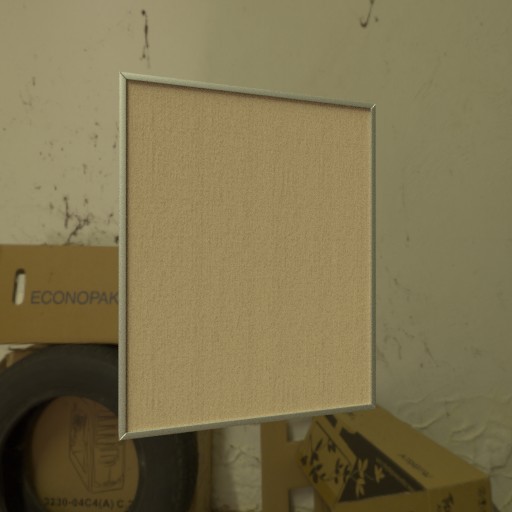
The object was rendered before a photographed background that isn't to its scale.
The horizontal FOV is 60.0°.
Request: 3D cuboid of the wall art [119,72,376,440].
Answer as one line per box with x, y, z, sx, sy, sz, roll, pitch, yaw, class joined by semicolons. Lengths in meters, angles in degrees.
0.000;0.000;0.752;0.445;0.553;0.039;0;0;-18;wall art
